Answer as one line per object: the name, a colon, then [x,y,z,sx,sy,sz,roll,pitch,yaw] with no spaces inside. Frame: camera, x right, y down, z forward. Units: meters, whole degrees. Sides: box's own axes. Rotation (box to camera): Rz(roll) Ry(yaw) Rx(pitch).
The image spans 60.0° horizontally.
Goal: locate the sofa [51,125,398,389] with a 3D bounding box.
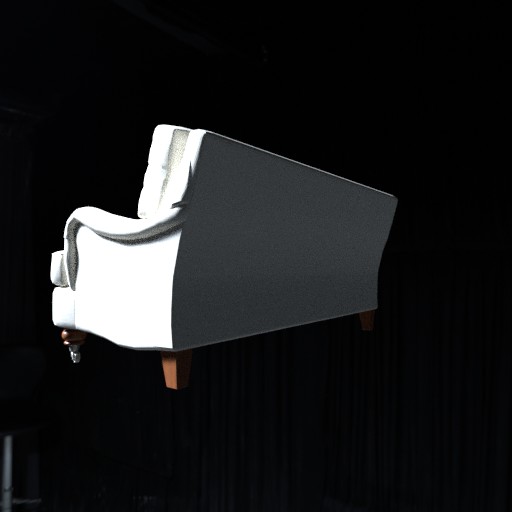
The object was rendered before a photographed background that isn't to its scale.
sofa: [0.000,0.000,2.764,1.086,1.087,2.159,-1,-1,37]
